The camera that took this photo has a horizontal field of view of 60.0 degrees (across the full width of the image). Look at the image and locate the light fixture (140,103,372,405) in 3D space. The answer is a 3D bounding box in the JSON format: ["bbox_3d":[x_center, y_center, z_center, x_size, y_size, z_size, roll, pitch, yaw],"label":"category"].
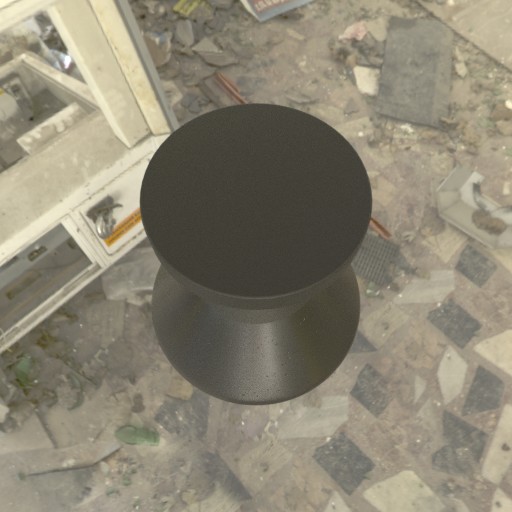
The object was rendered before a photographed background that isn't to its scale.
[{"bbox_3d":[0.000,0.000,0.347,0.200,0.183,0.200,0,64,0],"label":"light fixture"}]
